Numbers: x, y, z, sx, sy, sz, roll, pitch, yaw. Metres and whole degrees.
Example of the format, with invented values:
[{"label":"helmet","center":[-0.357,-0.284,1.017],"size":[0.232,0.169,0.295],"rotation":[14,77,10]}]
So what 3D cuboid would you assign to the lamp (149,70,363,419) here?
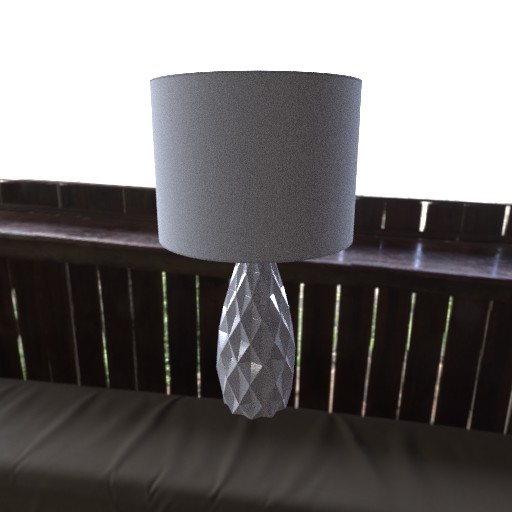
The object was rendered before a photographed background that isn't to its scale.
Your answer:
[{"label":"lamp","center":[0.000,0.000,0.702],"size":[0.297,0.522,0.297],"rotation":[0,16,0]}]
